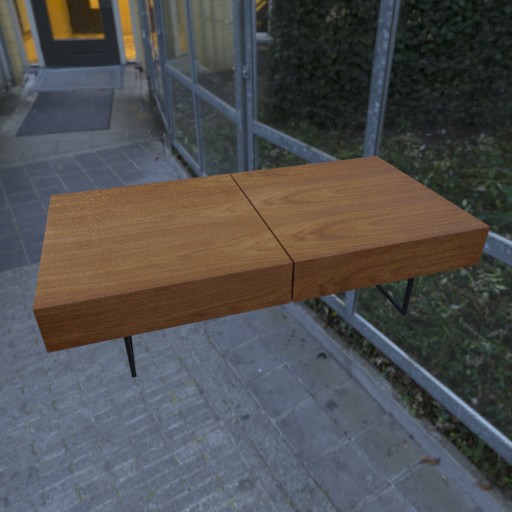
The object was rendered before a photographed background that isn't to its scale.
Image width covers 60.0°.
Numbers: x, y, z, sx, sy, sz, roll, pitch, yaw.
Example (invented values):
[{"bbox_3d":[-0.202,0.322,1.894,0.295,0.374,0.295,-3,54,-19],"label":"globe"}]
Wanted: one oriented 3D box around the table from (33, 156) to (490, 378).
[{"bbox_3d":[0.000,0.000,1.429,1.194,0.330,0.610,-10,34,-15],"label":"table"}]
